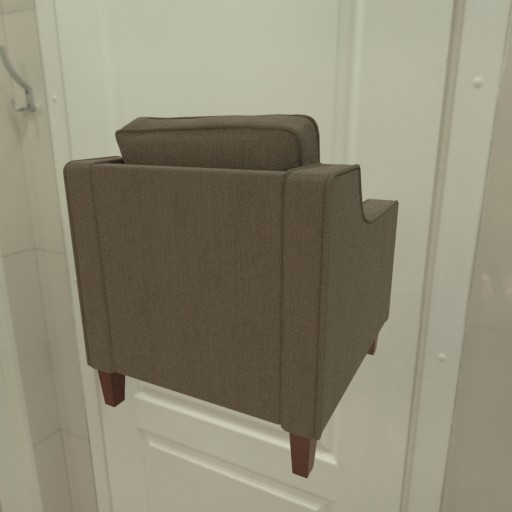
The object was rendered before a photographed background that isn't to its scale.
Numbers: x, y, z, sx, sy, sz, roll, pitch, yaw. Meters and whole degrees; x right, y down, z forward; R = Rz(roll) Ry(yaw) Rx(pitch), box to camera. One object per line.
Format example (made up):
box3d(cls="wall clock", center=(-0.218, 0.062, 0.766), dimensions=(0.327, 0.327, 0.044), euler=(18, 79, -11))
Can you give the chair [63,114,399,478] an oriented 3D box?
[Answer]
box3d(cls="chair", center=(0.000, 0.000, 1.608), dimensions=(0.831, 0.960, 0.909), euler=(8, 18, 26))
